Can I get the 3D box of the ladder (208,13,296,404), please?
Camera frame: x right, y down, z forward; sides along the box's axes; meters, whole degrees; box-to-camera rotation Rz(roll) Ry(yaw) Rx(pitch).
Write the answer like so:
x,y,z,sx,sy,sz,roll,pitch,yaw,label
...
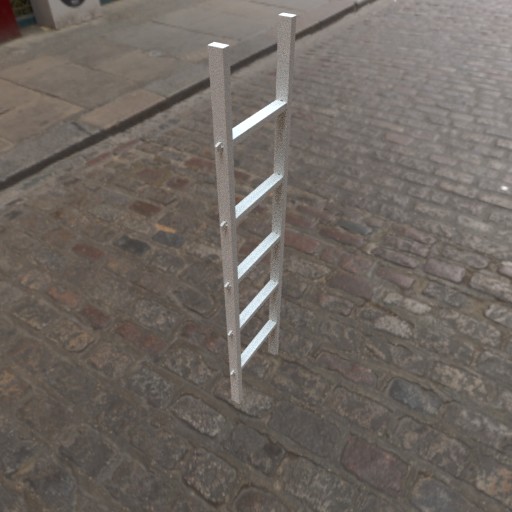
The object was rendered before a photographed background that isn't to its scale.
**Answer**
x,y,z,sx,sy,sz,roll,pitch,yaw,label
0.000,0.000,1.905,0.051,1.797,0.452,23,47,24,ladder
